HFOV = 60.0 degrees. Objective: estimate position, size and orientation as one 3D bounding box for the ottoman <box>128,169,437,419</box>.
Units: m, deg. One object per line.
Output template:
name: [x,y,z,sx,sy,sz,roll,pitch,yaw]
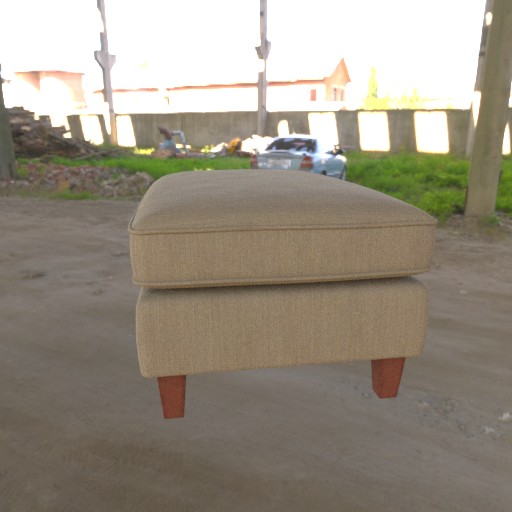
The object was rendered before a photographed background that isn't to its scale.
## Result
ottoman: [0.000,0.000,1.328,0.636,0.480,0.941,-2,16,-9]
